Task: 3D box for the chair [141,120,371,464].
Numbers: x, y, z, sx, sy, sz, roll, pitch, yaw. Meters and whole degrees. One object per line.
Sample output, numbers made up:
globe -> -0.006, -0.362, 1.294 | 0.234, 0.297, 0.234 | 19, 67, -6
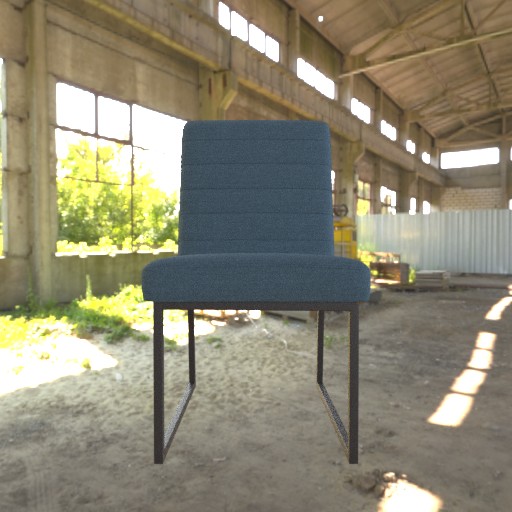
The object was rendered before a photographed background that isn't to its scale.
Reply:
chair -> 0.000, 0.000, 1.291 | 0.520, 0.930, 0.634 | 0, 1, 0
